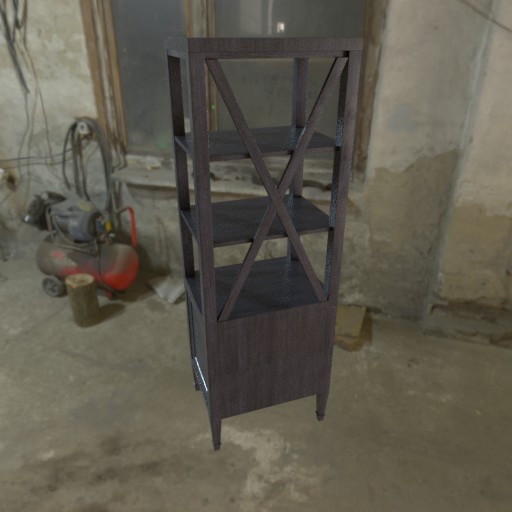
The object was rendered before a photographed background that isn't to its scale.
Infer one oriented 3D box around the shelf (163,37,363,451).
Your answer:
[{"bbox_3d":[0.000,0.000,1.954,0.584,1.727,0.472,-9,28,-17],"label":"shelf"}]
